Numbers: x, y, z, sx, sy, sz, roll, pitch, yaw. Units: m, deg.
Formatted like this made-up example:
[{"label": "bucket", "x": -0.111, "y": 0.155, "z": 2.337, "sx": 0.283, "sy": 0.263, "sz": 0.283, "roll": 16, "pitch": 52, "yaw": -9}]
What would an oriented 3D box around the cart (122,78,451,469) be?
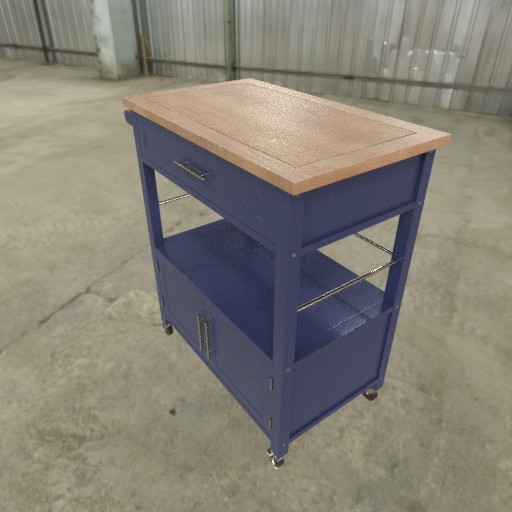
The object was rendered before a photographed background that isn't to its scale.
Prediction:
[{"label": "cart", "x": 0.000, "y": 0.000, "z": 1.395, "sx": 0.459, "sy": 0.901, "sz": 0.840, "roll": -22, "pitch": 38, "yaw": -30}]
